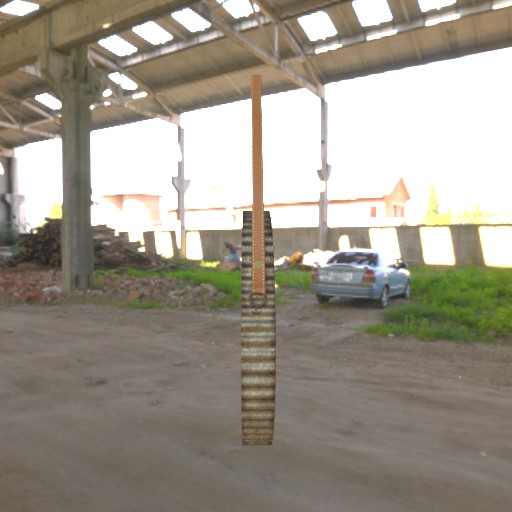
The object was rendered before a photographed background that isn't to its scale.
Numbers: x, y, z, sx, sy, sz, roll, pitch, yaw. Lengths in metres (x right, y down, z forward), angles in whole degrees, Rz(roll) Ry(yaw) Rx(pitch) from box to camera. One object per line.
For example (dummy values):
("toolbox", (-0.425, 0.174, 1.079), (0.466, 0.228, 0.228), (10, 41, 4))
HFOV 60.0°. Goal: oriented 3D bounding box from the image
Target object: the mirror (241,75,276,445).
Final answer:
("mirror", (0.000, 0.000, 0.699), (0.042, 0.568, 0.355), (0, 1, -1))
